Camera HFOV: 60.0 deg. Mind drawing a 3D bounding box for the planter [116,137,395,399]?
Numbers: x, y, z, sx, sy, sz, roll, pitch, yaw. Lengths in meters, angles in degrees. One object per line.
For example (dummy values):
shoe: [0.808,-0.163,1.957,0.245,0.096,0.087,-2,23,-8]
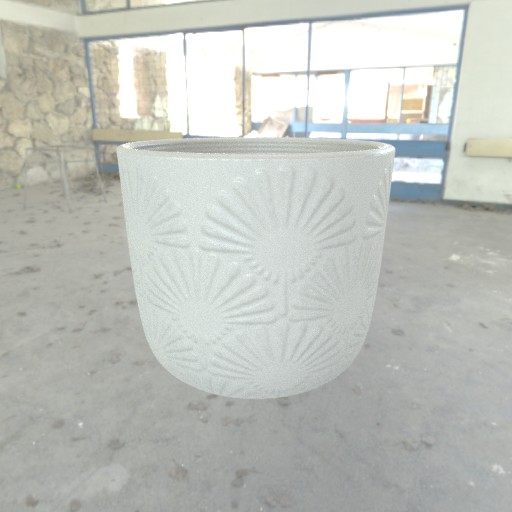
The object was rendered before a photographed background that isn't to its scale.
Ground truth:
planter: [0.000,0.000,0.221,0.124,0.109,0.124,0,18,0]
